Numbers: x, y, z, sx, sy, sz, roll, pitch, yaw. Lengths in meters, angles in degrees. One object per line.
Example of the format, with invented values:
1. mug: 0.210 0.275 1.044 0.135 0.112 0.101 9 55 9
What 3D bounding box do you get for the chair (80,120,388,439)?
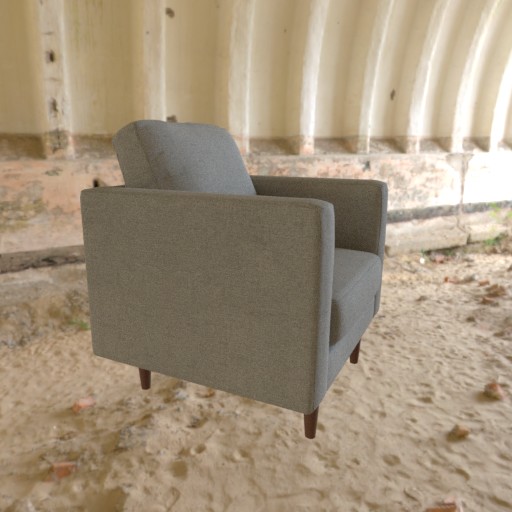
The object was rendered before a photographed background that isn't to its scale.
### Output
1. chair: 0.000 0.000 1.579 0.800 0.927 0.855 7 15 25
